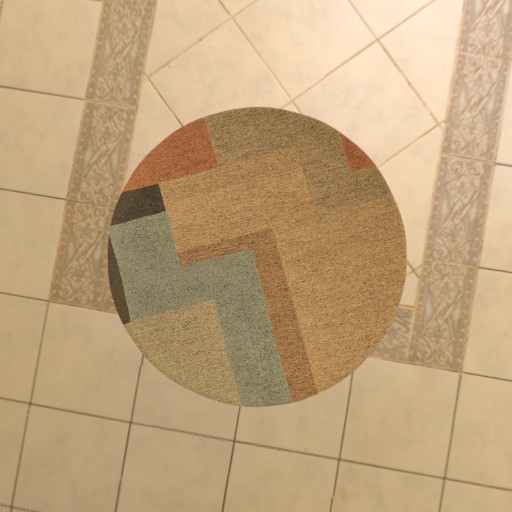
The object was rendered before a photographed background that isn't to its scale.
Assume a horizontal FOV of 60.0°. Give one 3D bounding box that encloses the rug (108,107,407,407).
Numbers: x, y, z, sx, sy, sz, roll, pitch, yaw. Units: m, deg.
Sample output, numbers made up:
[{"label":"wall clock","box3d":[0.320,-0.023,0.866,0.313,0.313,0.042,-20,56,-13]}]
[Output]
[{"label":"rug","box3d":[0.000,0.000,3.630,2.461,0.033,2.461,0,89,1]}]
